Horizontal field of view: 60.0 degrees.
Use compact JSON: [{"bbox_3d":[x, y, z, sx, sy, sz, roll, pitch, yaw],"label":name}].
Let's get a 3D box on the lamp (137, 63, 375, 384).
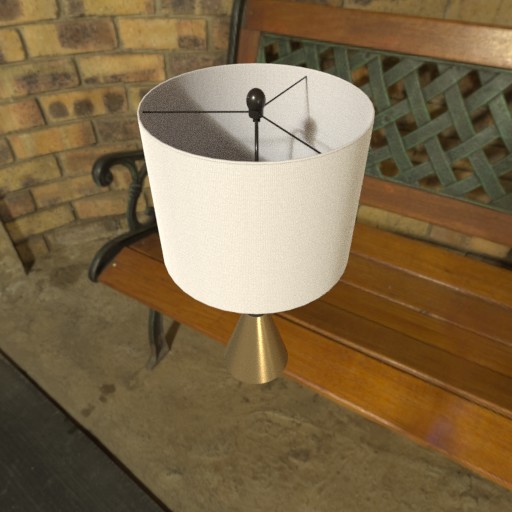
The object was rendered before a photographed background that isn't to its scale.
[{"bbox_3d":[0.000,0.000,0.756,0.304,0.573,0.304,0,42,0],"label":"lamp"}]
